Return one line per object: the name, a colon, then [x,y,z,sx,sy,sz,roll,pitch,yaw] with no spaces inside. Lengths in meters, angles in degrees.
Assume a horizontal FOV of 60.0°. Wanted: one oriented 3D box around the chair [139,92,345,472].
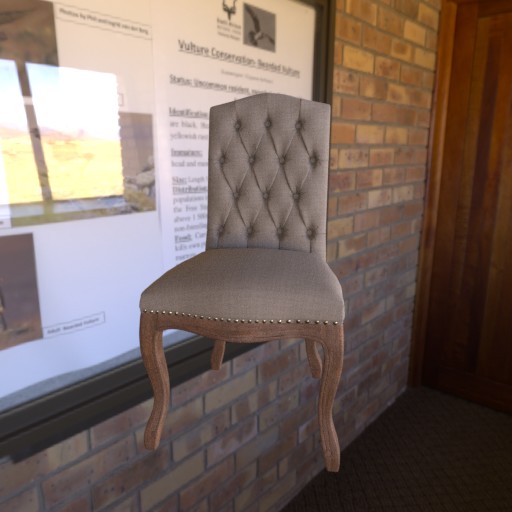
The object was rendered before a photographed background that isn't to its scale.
chair: [0.000,0.000,1.602,0.637,1.191,0.731,2,14,10]
